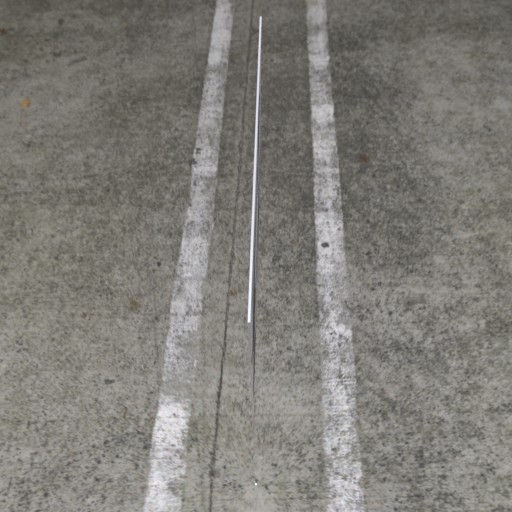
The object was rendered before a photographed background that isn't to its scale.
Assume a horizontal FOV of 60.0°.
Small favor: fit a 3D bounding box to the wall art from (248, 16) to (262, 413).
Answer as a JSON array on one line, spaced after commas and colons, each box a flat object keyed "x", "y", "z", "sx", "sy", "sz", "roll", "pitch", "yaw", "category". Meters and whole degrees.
[{"x": 0.000, "y": 0.000, "z": 0.801, "sx": 0.003, "sy": 0.609, "sz": 0.457, "roll": 2, "pitch": 63, "yaw": 1, "category": "wall art"}]
